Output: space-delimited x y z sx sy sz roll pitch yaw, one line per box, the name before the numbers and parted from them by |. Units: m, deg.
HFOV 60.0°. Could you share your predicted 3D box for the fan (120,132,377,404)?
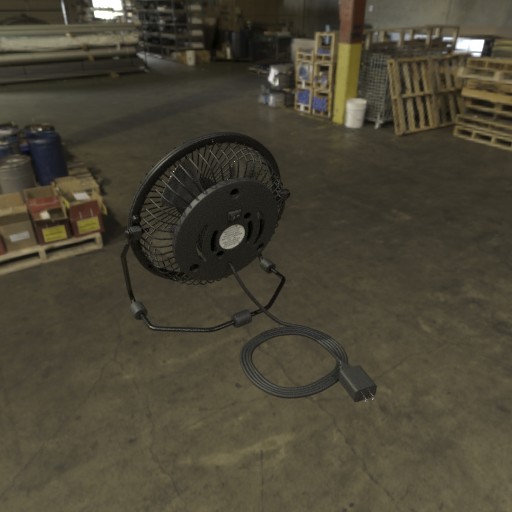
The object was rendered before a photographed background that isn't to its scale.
fan | 0.000 0.000 0.317 0.153 0.152 0.202 -18 34 -29
